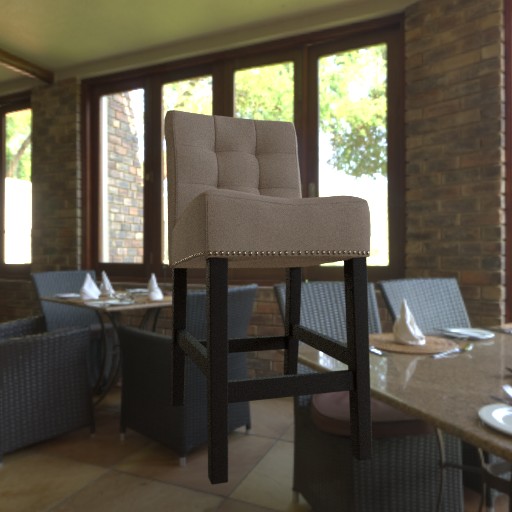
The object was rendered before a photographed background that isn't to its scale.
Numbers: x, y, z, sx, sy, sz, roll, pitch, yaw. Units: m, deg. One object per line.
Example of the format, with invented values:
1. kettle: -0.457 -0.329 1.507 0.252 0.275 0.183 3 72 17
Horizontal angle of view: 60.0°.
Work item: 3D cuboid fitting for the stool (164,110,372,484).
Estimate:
1. stool: 0.000 0.000 1.178 0.427 0.885 0.571 0 0 -18
